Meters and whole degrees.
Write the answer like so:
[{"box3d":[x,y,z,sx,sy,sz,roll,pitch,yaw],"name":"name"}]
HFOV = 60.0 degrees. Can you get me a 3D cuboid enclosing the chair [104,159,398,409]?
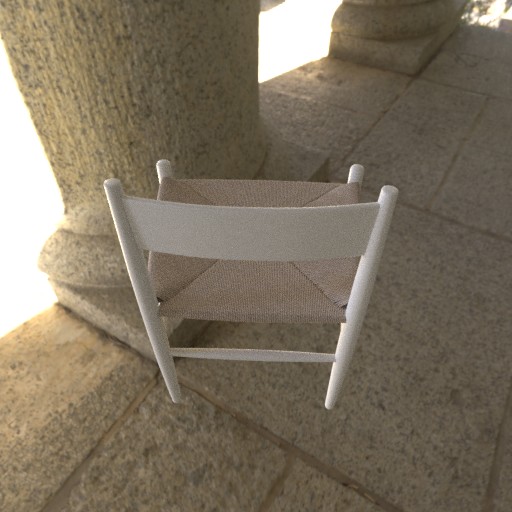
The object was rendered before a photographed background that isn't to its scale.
[{"box3d":[0.000,0.000,1.100,0.556,0.762,0.495,2,46,2],"name":"chair"}]
